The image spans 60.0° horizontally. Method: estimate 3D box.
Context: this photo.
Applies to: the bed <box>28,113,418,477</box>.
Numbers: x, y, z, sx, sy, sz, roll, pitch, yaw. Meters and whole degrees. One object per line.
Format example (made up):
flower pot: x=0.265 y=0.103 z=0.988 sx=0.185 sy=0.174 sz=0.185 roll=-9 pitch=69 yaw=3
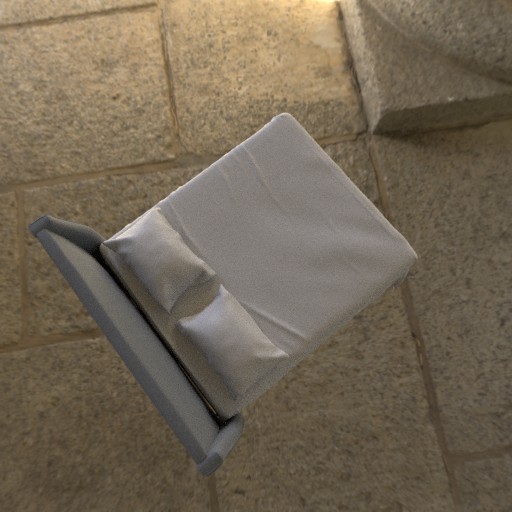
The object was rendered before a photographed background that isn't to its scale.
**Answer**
bed: x=0.000 y=0.000 z=3.456 sx=2.276 sy=1.332 sz=1.925 roll=-38 pitch=79 yaw=-8
